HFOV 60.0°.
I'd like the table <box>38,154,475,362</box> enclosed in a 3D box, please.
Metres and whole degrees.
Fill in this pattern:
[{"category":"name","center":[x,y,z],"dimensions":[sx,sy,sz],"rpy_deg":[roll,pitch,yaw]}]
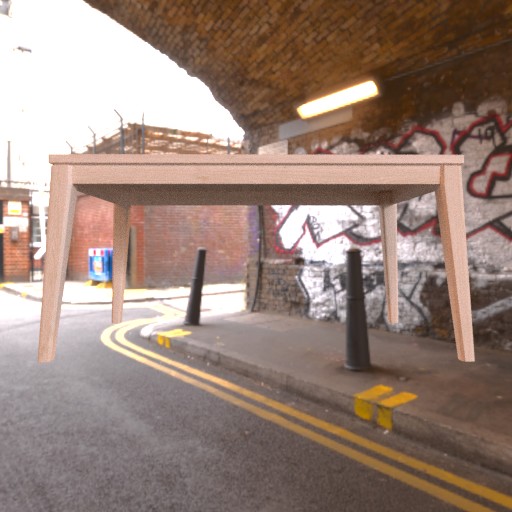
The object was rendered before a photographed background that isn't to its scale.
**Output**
[{"category":"table","center":[0.000,0.000,2.057],"dimensions":[1.600,0.760,0.900],"rpy_deg":[0,1,0]}]
